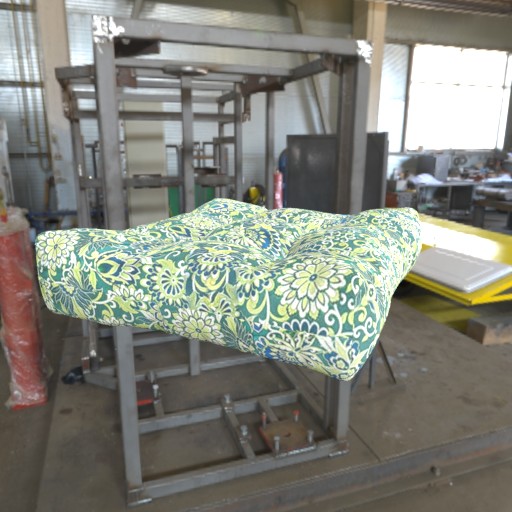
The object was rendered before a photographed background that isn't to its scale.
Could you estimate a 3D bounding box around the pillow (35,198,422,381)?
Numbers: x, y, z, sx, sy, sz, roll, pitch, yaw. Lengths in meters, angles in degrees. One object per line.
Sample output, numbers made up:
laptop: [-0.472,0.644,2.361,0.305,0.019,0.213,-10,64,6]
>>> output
pillow: [0.000,0.000,0.719,0.468,0.128,0.490,7,16,25]
